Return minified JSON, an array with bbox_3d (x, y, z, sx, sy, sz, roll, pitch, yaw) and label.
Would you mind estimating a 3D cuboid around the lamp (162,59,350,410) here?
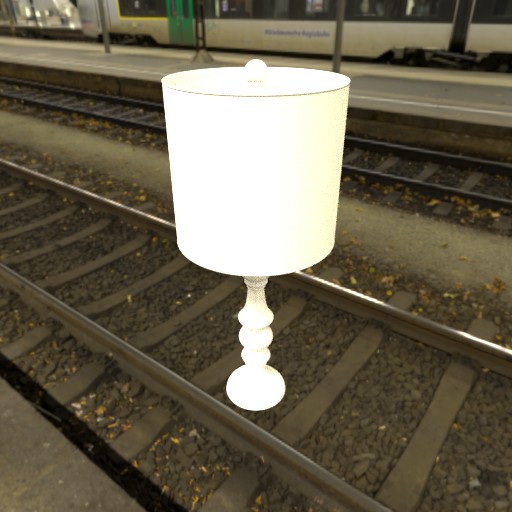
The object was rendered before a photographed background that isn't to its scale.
[{"bbox_3d":[0.000,0.000,0.734,0.250,0.597,0.250,8,30,14],"label":"lamp"}]
